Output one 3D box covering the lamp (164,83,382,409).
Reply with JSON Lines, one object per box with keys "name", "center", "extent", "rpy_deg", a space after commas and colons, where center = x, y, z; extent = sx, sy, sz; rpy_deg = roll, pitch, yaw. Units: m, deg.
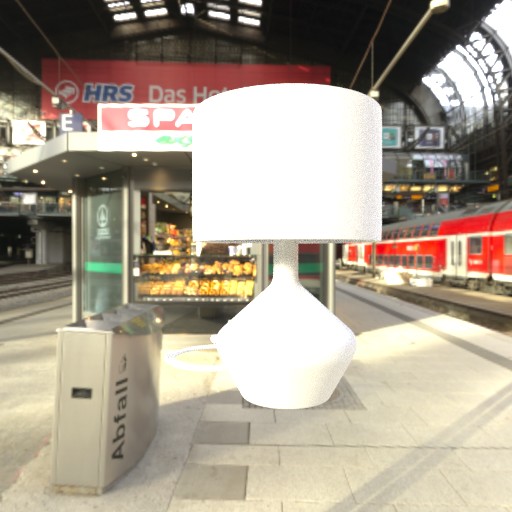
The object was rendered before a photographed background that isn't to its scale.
{"name": "lamp", "center": [0.000, 0.000, 0.853], "extent": [0.401, 0.457, 0.546], "rpy_deg": [0, 1, -1]}
